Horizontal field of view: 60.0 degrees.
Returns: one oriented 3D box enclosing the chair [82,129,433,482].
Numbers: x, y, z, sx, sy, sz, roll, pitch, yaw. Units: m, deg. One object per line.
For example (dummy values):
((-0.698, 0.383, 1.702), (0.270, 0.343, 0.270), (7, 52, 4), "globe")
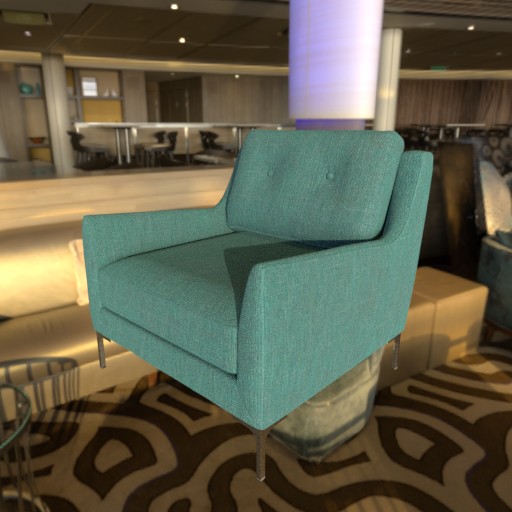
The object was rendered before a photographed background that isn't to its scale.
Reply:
((0.000, 0.000, 1.517), (0.847, 0.828, 0.849), (15, 22, 41), "chair")
